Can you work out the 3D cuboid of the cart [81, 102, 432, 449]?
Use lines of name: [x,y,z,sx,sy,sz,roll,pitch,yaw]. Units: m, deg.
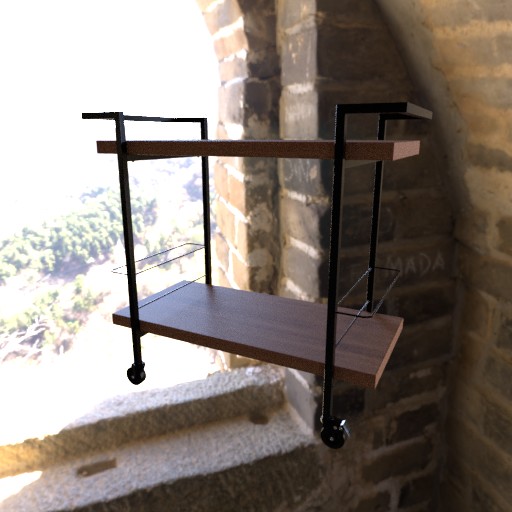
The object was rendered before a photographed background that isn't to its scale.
cart: [0.000,0.000,1.233,0.806,0.762,0.406,8,17,26]
